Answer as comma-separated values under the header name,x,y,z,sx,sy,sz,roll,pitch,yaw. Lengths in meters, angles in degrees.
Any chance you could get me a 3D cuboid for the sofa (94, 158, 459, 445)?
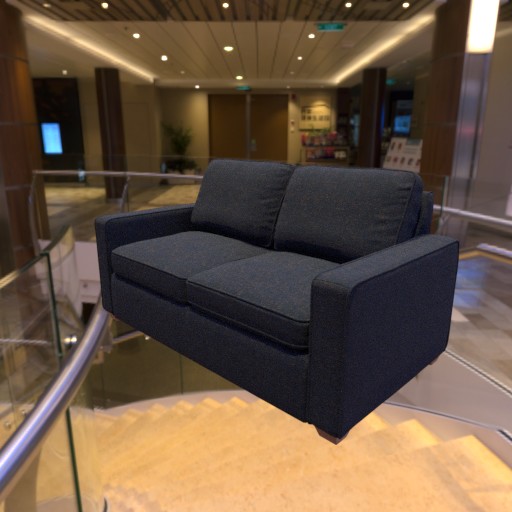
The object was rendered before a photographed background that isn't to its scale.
name,x,y,z,sx,sy,sz,roll,pitch,yaw
sofa,0.000,0.000,2.282,1.709,0.918,0.947,15,21,42
